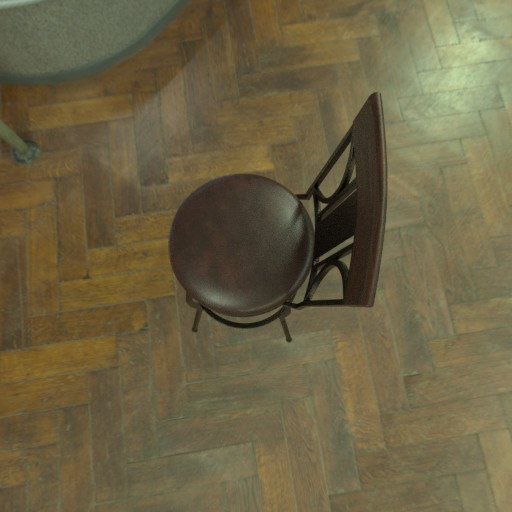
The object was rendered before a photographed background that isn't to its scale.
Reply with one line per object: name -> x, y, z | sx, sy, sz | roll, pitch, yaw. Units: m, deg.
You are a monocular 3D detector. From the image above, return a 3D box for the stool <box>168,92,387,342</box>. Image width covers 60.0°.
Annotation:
stool -> 0.000, 0.000, 1.406 | 0.513, 1.130, 0.448 | 6, 75, 2
